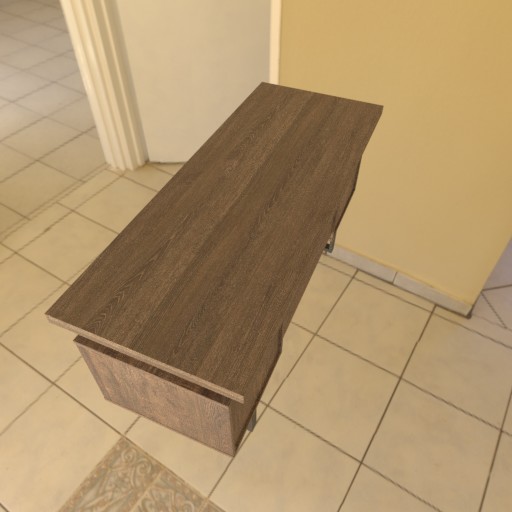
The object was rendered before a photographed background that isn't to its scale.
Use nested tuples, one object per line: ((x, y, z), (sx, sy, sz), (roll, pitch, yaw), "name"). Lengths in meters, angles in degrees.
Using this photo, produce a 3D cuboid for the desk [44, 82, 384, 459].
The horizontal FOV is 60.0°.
((0.000, 0.000, 1.886), (0.600, 0.760, 1.524), (18, 49, 16), "desk")
